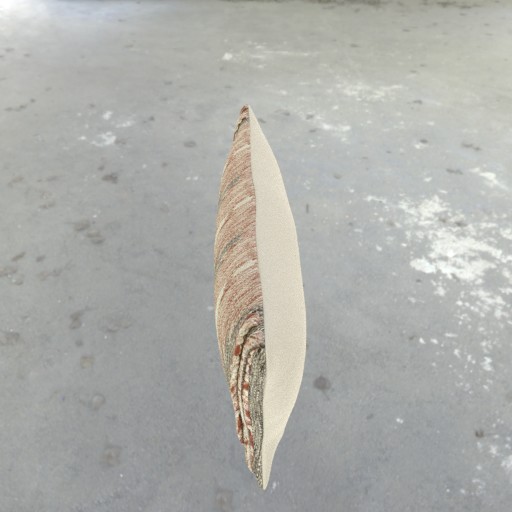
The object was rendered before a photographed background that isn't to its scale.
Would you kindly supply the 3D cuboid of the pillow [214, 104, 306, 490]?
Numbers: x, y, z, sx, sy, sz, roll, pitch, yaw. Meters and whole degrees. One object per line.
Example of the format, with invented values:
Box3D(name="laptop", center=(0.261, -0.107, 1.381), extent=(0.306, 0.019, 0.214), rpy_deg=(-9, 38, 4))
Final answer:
Box3D(name="pillow", center=(0.000, 0.000, 0.734), extent=(0.139, 0.282, 0.635), rpy_deg=(-2, 40, -2))
